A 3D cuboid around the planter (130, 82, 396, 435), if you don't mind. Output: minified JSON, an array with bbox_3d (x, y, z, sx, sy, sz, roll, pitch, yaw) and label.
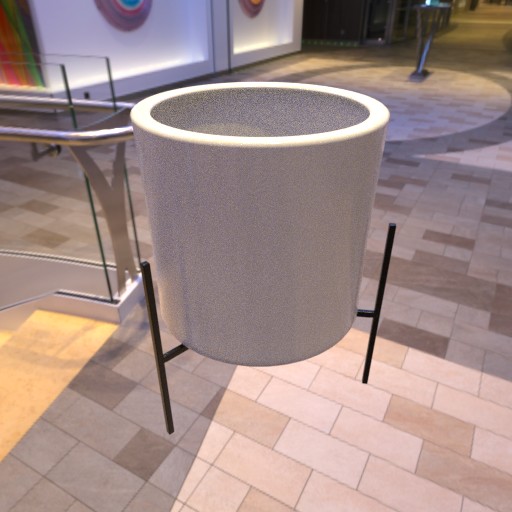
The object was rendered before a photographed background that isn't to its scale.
[{"bbox_3d":[0.000,0.000,0.712,0.360,0.480,0.361,-9,32,-15],"label":"planter"}]
